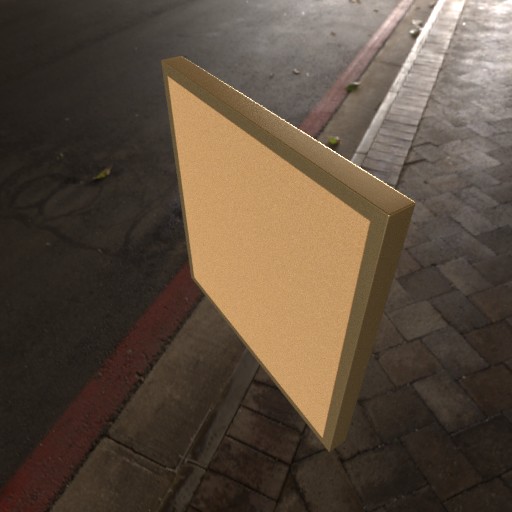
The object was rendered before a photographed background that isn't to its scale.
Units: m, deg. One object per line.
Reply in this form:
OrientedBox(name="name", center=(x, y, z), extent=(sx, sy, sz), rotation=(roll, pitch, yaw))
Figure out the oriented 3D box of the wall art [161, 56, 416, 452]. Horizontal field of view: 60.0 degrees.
OrientedBox(name="wall art", center=(0.000, 0.000, 0.452), extent=(0.023, 0.305, 0.305), rotation=(-24, 48, -24))
